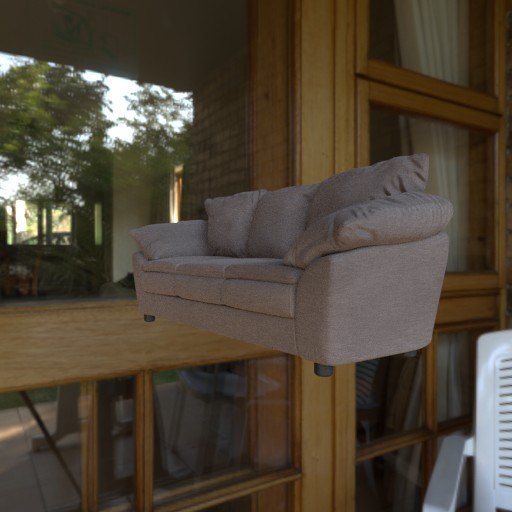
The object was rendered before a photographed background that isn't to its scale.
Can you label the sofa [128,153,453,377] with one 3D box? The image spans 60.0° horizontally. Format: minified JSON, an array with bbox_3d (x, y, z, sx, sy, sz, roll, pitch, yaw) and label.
[{"bbox_3d":[0.000,0.000,2.896,0.927,1.043,2.390,0,0,-36],"label":"sofa"}]
